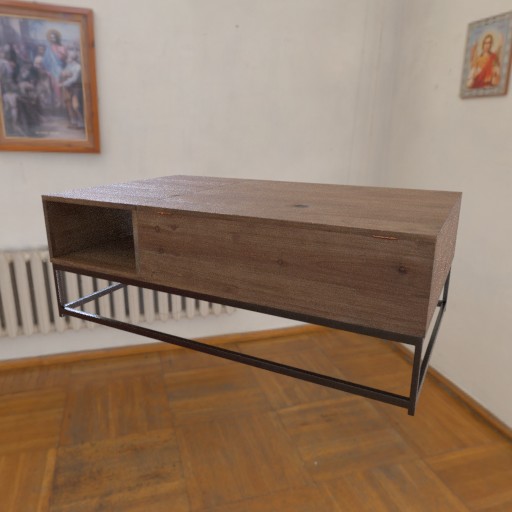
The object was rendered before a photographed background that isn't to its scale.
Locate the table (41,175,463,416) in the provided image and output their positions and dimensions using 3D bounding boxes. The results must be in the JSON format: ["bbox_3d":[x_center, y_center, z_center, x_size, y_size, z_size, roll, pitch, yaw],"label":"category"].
[{"bbox_3d":[0.000,0.000,1.396,1.101,0.395,0.655,8,18,27],"label":"table"}]
